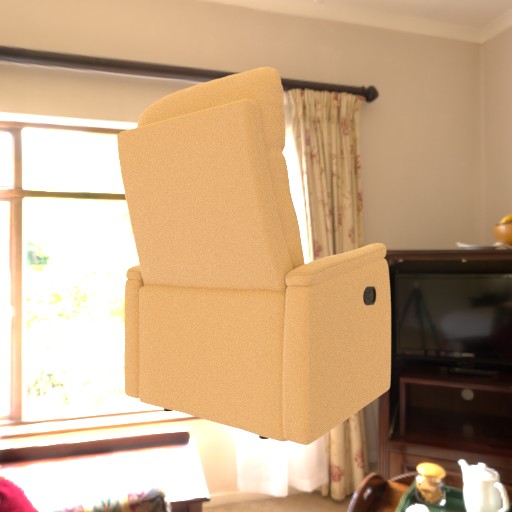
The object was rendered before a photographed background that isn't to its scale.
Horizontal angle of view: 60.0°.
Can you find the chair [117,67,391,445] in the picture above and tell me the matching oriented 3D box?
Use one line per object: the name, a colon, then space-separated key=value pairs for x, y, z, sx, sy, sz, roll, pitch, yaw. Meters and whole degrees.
chair: x=0.000 y=0.000 z=1.628 sx=0.775 sy=1.082 sz=0.831 roll=0 pitch=-1 yaw=36
